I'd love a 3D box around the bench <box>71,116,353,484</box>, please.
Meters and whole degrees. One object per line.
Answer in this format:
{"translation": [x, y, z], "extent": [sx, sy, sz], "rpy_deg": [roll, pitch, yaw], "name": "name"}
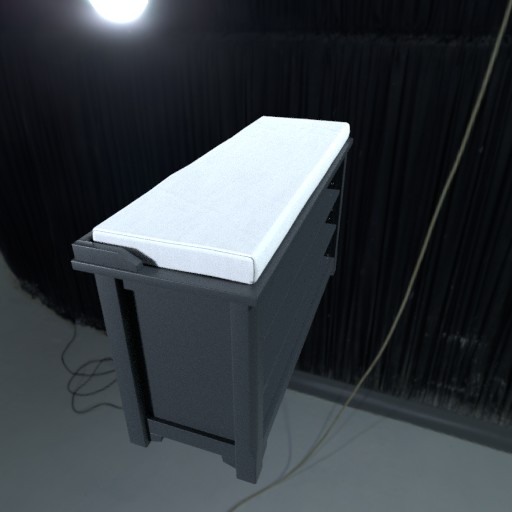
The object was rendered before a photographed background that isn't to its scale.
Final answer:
{"translation": [0.000, 0.000, 1.230], "extent": [0.345, 0.561, 0.973], "rpy_deg": [10, 31, 17], "name": "bench"}
